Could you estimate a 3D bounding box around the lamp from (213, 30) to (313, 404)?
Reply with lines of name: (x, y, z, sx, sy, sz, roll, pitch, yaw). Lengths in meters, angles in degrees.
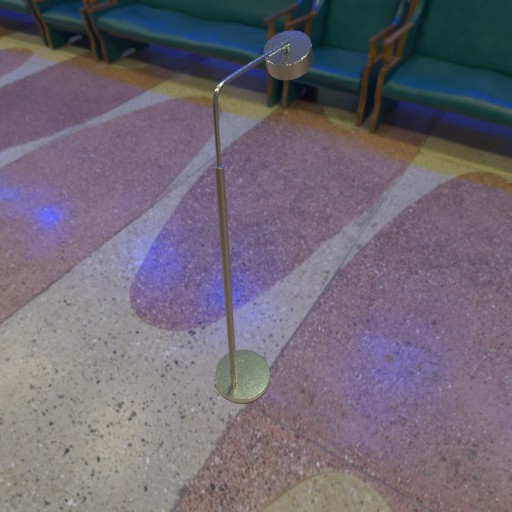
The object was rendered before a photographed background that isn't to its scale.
lamp: (0.000, 0.000, 1.424, 0.222, 1.250, 0.421, 25, 50, 23)
